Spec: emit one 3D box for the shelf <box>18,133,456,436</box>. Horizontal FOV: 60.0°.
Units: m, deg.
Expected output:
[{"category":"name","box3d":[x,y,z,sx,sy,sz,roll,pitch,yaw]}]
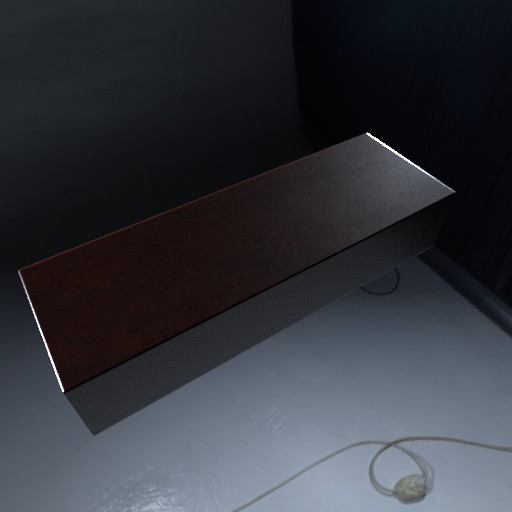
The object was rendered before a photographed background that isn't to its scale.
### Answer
[{"category":"shelf","box3d":[0.000,0.000,0.508,0.457,0.088,0.152,-25,52,-22]}]
